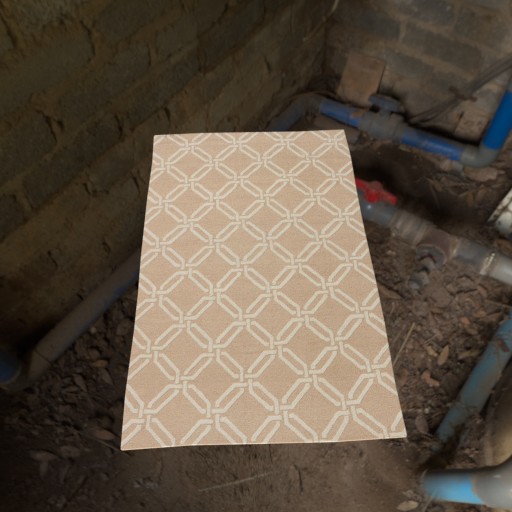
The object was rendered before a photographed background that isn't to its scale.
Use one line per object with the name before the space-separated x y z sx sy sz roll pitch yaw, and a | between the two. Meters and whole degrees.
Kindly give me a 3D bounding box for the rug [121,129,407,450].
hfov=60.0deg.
rug | 0.000 0.000 2.200 1.146 0.010 1.745 -2 59 -1
